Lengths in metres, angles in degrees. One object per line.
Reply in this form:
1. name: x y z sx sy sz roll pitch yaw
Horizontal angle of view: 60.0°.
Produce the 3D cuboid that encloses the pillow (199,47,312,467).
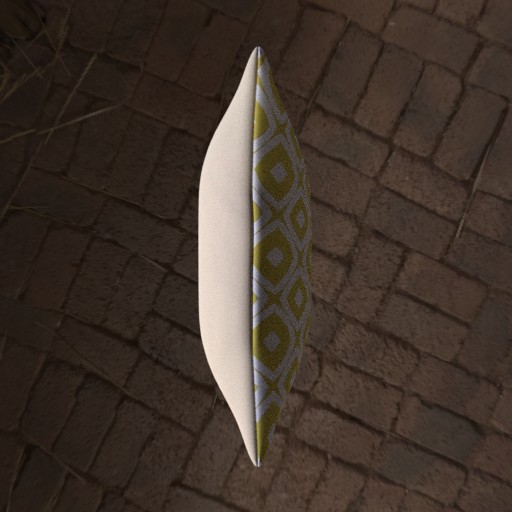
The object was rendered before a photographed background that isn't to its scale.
1. pillow: 0.000 0.000 0.774 0.188 0.494 0.504 0 91 -1
